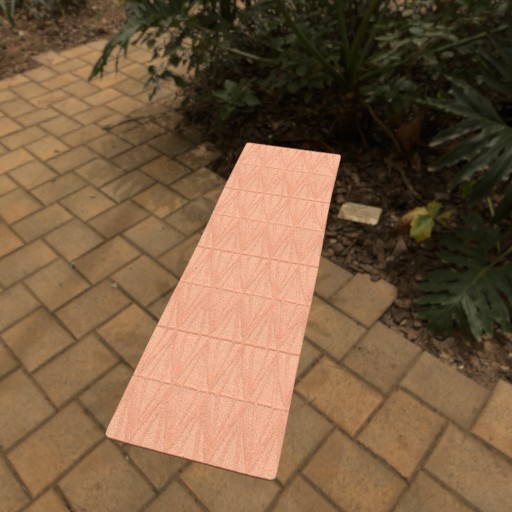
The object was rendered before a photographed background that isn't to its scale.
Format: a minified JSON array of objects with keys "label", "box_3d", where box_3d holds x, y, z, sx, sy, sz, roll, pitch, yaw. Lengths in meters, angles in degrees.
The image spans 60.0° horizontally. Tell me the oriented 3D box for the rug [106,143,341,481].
[{"label":"rug","box_3d":[0.000,0.000,2.667,0.760,0.015,2.435,10,46,10]}]
